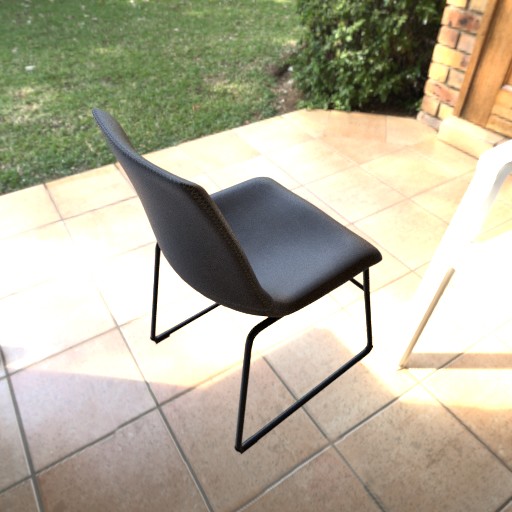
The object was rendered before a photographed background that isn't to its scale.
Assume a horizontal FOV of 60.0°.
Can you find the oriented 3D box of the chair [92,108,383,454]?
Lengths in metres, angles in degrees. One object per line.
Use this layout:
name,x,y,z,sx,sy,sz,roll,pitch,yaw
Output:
chair,0.000,0.000,1.094,0.550,0.780,0.460,-28,50,-27
